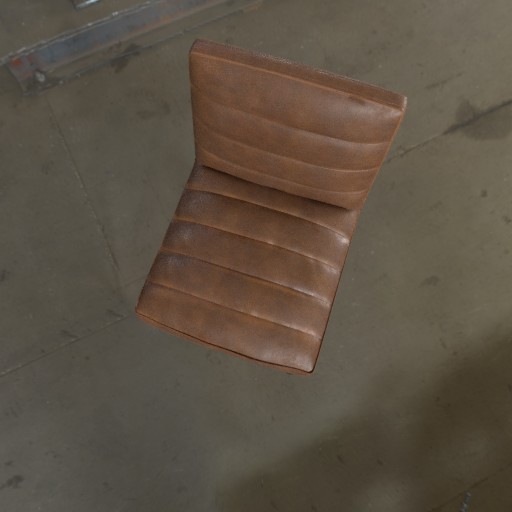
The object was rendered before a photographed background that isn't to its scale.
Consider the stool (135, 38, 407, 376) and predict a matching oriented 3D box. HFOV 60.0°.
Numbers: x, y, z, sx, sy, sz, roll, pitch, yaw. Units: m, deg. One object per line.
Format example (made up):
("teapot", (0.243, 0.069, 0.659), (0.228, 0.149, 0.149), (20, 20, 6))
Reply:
("stool", (0.000, 0.000, 1.236), (0.463, 0.942, 0.562), (18, 75, 5))
